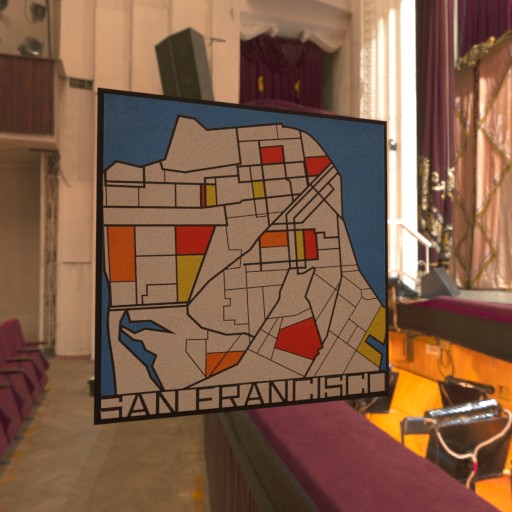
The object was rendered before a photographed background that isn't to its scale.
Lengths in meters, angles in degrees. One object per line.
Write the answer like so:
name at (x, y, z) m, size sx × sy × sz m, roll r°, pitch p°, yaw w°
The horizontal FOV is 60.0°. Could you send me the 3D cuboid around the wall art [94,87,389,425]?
wall art at (0.000, 0.000, 0.674) m, size 0.458 × 0.457 × 0.013 m, roll 1°, pitch -2°, yaw -18°
